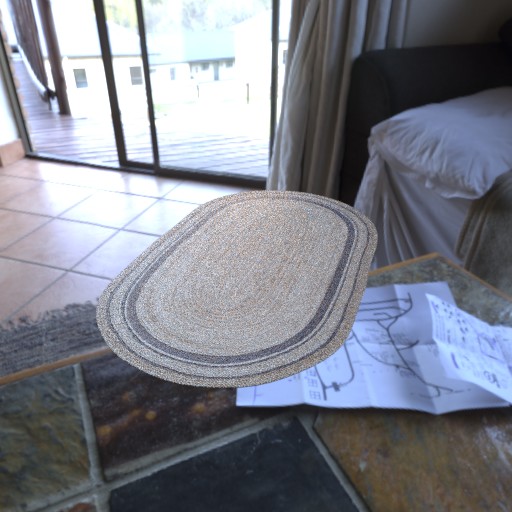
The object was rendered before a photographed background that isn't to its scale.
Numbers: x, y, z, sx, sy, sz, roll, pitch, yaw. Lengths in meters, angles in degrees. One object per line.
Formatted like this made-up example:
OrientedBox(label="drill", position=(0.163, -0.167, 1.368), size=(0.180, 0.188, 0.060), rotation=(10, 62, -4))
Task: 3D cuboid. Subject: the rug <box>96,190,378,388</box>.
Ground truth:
OrientedBox(label="rug", position=(0.000, 0.000, 3.035), size=(1.520, 0.006, 2.432), rotation=(10, 32, 17))
